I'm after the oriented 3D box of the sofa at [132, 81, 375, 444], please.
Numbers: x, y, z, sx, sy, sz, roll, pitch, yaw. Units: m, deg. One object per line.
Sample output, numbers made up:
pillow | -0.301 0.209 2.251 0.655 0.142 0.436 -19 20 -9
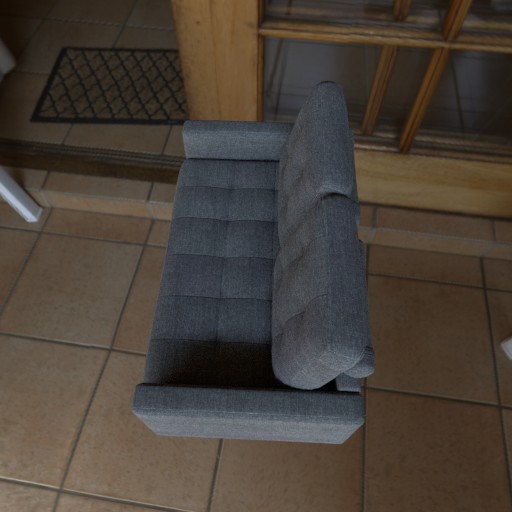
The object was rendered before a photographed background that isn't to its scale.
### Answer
sofa | 0.000 0.000 1.921 0.842 0.907 1.407 2 59 1
